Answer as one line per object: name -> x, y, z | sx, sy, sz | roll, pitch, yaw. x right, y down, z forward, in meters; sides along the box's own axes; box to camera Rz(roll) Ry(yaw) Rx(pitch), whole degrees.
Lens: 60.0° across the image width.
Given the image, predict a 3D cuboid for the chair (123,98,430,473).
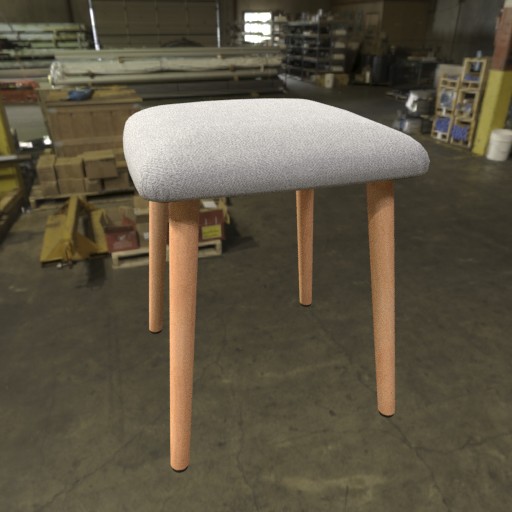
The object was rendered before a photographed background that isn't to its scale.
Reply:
chair -> 0.000, 0.000, 0.686 | 0.350, 0.440, 0.350 | -8, 28, -15
